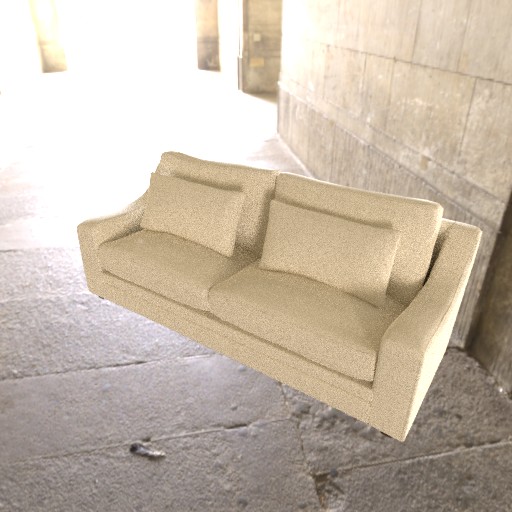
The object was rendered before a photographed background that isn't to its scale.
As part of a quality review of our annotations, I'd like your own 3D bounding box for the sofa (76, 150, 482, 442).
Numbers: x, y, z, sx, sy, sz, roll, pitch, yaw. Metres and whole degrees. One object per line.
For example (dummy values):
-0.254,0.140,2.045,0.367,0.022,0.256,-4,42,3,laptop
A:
0.000,0.000,2.937,2.470,1.022,1.009,18,34,29,sofa
